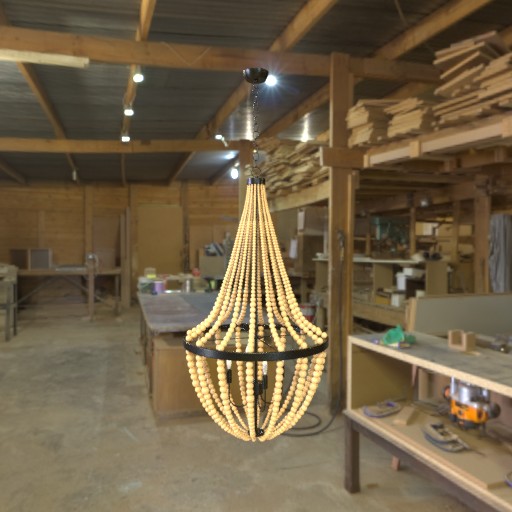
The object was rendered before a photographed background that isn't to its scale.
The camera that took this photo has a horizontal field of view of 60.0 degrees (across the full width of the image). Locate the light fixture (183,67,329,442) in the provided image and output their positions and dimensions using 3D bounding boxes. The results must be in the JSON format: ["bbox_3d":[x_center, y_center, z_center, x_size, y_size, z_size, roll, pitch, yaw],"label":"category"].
[{"bbox_3d":[0.000,0.000,1.383,0.450,1.133,0.450,0,1,0],"label":"light fixture"}]
